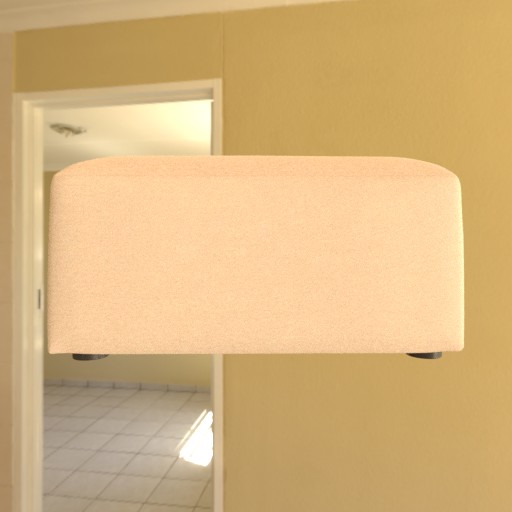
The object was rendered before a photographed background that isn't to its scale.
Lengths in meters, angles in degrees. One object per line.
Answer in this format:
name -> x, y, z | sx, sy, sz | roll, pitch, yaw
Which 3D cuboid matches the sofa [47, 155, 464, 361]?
sofa -> 0.000, 0.000, 1.207 | 0.930, 0.470, 0.480 | 0, 0, -1
